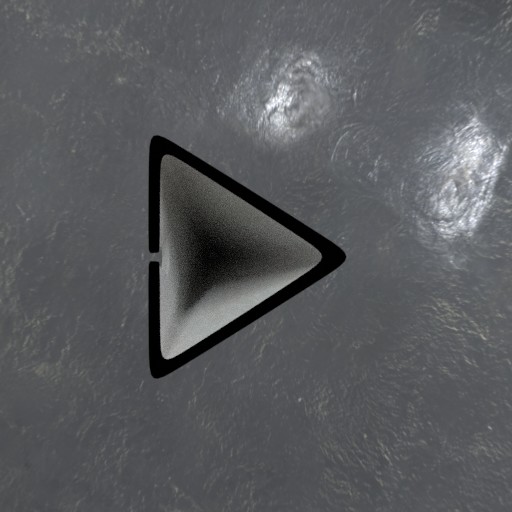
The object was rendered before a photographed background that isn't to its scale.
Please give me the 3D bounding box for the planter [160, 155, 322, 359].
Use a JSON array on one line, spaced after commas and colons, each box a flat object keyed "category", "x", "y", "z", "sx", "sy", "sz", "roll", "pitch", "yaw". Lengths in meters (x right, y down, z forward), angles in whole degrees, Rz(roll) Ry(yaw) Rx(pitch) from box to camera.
[{"category": "planter", "x": 0.000, "y": 0.000, "z": 0.153, "sx": 0.047, "sy": 0.130, "sz": 0.058, "roll": 0, "pitch": 90, "yaw": 1}]
